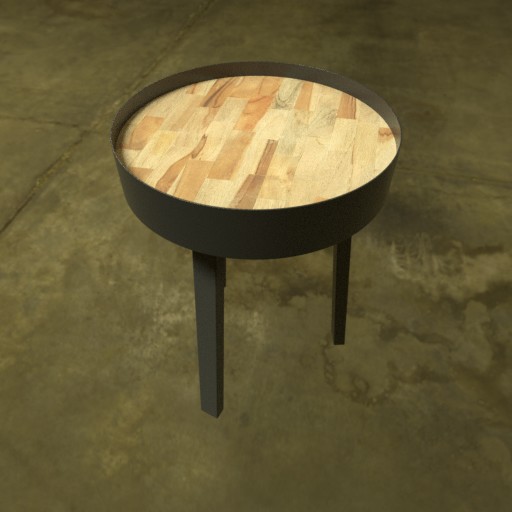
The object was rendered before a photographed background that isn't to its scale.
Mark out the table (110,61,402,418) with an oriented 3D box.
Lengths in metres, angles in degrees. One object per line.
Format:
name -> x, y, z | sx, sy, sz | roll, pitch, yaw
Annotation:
table -> 0.000, 0.000, 0.832 | 0.406, 0.559, 0.406 | 0, 46, 0
